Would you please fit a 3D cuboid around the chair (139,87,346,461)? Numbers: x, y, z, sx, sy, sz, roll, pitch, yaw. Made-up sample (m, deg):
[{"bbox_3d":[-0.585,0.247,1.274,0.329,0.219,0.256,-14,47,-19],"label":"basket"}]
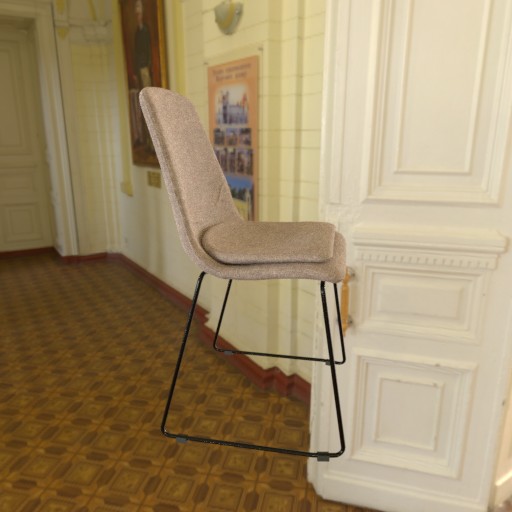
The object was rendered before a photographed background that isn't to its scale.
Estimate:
[{"bbox_3d":[0.000,0.000,1.193,0.518,0.858,0.479,3,16,11],"label":"chair"}]
